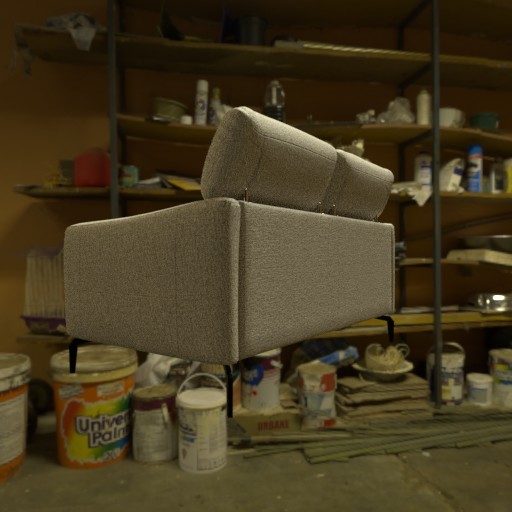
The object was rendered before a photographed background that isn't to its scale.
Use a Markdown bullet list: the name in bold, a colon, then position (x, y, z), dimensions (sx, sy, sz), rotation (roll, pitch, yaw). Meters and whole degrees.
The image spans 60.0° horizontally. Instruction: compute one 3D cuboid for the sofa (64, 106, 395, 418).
- **sofa**: position (0.000, 0.000, 2.120), dimensions (0.905, 0.950, 1.540), rotation (0, 0, 36)
